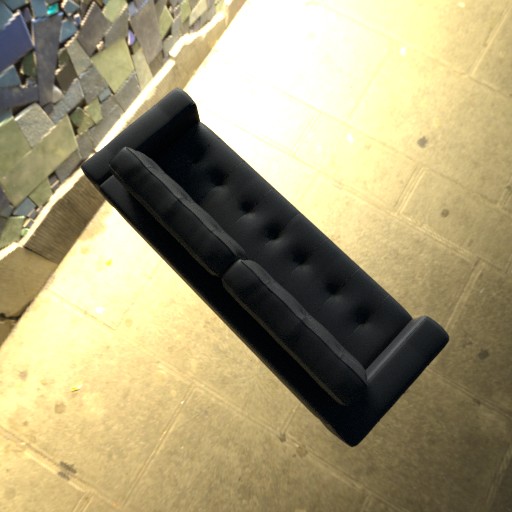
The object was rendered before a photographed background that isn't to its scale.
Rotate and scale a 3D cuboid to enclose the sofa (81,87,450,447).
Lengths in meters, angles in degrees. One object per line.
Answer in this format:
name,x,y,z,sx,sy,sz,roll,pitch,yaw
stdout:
sofa,0.000,0.000,2.738,0.833,0.893,2.275,-44,79,-10
